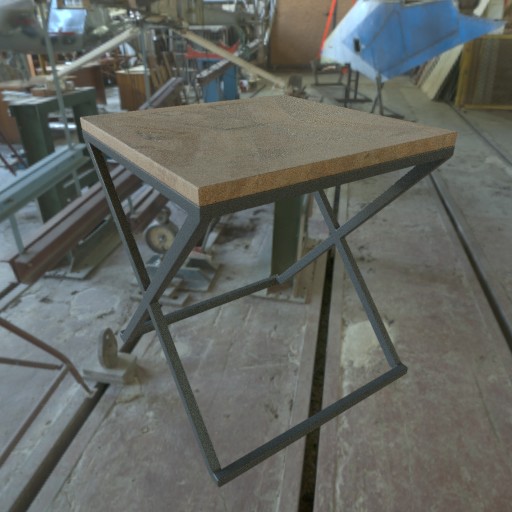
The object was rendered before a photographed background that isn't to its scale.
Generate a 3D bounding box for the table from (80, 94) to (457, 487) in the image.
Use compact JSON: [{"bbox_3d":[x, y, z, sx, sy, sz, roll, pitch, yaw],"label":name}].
[{"bbox_3d":[0.000,0.000,0.941,0.499,0.550,0.498,-18,33,-30],"label":"table"}]
